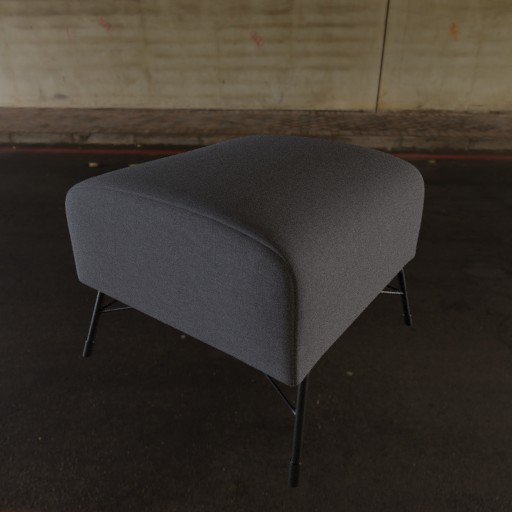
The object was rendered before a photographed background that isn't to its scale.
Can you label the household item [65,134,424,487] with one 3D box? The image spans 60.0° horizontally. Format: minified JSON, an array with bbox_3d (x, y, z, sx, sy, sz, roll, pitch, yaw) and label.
[{"bbox_3d":[0.000,0.000,0.900,0.530,0.410,0.530,18,31,32],"label":"household item"}]
